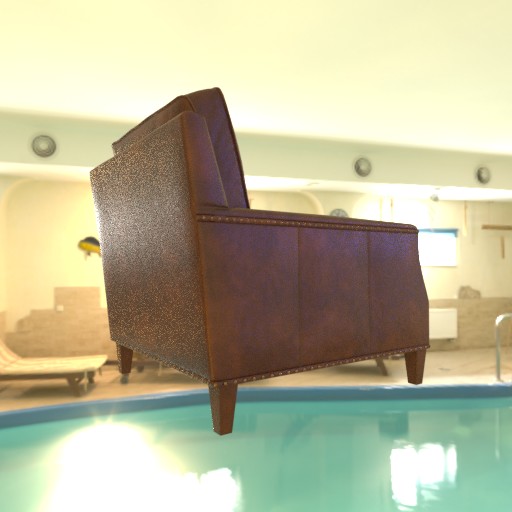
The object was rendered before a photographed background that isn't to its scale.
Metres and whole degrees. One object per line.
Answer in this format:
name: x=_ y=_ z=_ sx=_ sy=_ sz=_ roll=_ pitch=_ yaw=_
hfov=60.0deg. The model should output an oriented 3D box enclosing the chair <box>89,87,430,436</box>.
chair: x=0.000 y=0.000 z=1.681 sx=1.014 sy=0.929 sz=0.853 roll=1 pitch=-1 yaw=-35
